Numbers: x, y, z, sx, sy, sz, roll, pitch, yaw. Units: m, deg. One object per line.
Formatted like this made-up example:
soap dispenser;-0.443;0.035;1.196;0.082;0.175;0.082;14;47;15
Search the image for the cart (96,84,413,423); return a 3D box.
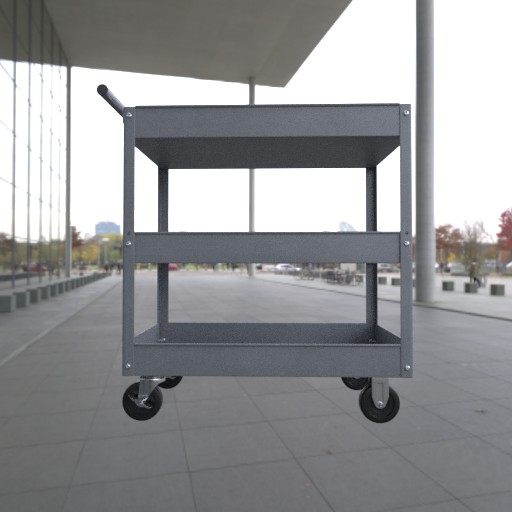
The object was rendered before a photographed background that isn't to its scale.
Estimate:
cart;0.000;0.000;1.178;0.719;0.780;0.366;0;-1;2
